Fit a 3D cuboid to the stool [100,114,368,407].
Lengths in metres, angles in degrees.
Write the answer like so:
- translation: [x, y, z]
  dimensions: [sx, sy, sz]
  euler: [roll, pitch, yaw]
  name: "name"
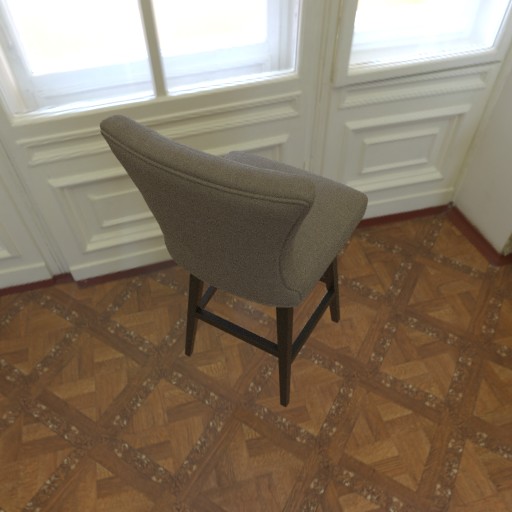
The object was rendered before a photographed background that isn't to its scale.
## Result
- translation: [0.000, 0.000, 1.411]
  dimensions: [0.514, 1.086, 0.574]
  euler: [22, 52, 19]
  name: "stool"
